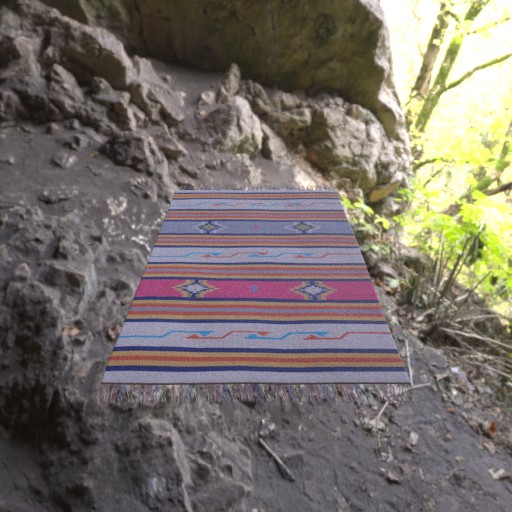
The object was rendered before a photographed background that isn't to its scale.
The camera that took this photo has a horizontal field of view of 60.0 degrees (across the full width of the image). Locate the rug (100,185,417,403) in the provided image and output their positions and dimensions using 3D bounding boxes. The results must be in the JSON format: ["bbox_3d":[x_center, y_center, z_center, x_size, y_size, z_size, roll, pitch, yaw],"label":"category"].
[{"bbox_3d":[0.000,0.000,2.253,1.084,0.013,1.849,0,32,0],"label":"rug"}]
